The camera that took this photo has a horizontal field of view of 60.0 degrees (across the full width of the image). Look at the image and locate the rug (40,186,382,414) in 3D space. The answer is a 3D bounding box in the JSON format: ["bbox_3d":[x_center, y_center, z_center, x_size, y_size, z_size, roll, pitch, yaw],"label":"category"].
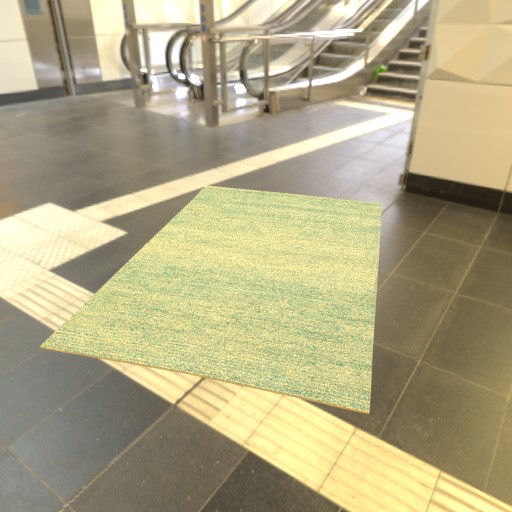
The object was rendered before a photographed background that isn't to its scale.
[{"bbox_3d":[0.000,0.000,2.969,1.593,0.029,2.305,8,31,13],"label":"rug"}]
